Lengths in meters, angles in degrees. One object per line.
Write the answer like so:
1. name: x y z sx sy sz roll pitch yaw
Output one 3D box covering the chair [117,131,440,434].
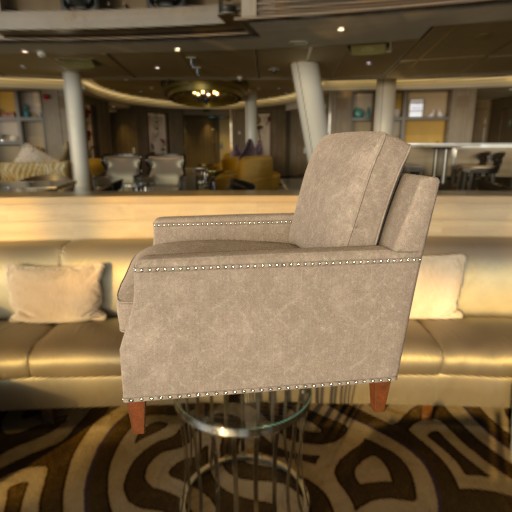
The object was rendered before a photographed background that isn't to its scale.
1. chair: 0.000 0.000 1.752 1.014 0.948 0.853 -2 14 -8
